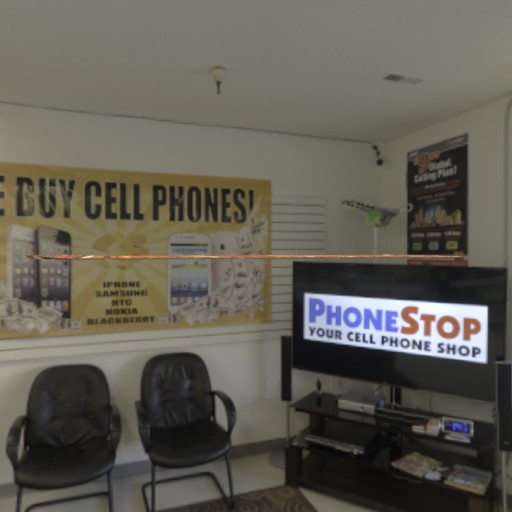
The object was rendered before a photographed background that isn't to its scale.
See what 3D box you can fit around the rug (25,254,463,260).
[{"bbox_3d":[0.000,0.000,2.743,2.444,0.030,0.799,0,1,-18],"label":"rug"}]
